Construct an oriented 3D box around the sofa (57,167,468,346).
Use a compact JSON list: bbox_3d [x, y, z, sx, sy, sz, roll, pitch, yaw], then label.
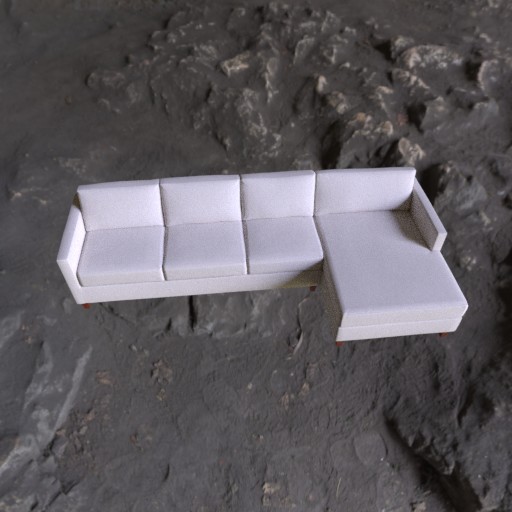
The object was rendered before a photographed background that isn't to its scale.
[{"bbox_3d":[0.000,0.000,4.164,3.471,0.954,1.599,-4,47,-4],"label":"sofa"}]
